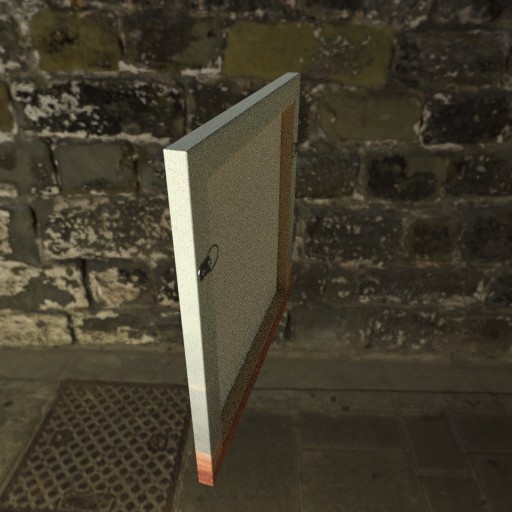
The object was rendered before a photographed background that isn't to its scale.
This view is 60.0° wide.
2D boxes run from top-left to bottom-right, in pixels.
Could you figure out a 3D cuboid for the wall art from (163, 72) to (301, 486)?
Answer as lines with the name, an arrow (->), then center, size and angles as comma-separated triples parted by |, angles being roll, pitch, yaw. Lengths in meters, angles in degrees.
wall art -> 0.000, 0.000, 0.886 | 0.034, 0.605, 0.605 | 9, 31, 14
